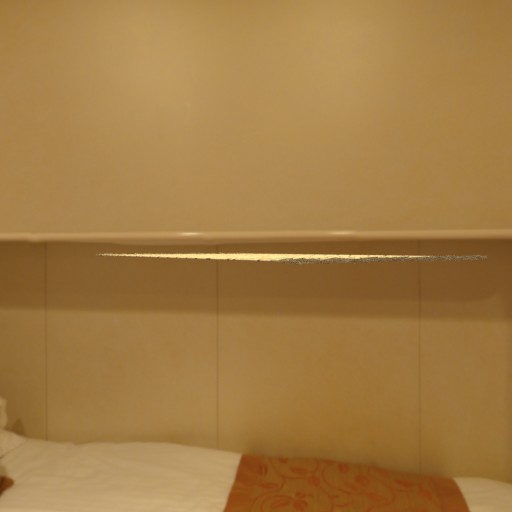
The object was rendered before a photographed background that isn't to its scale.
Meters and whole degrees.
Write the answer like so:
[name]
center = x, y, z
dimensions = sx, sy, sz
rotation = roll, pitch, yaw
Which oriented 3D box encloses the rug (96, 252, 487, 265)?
[rug]
center = 0.000, 0.000, 3.077
dimensions = 1.495, 0.035, 2.472
rotation = -1, 1, -36
